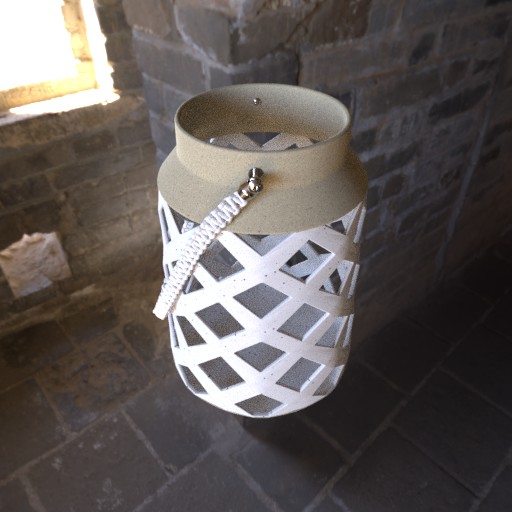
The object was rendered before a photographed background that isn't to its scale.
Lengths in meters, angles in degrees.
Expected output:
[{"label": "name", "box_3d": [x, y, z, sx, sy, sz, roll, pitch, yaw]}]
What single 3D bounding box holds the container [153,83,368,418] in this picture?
[{"label": "container", "box_3d": [0.000, 0.000, 0.398, 0.198, 0.264, 0.188, 0, 40, 0]}]
